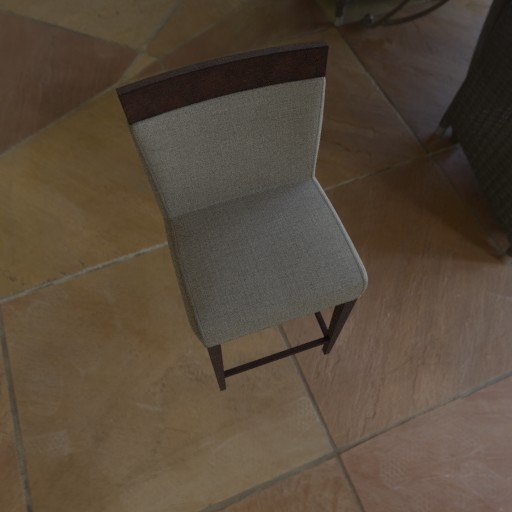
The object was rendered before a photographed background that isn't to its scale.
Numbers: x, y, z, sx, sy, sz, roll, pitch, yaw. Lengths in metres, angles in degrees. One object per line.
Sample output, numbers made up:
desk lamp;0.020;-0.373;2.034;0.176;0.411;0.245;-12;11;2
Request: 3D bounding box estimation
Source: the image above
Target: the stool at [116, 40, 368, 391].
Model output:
stool;0.000;0.000;1.425;0.511;1.117;0.531;-17;64;-8
